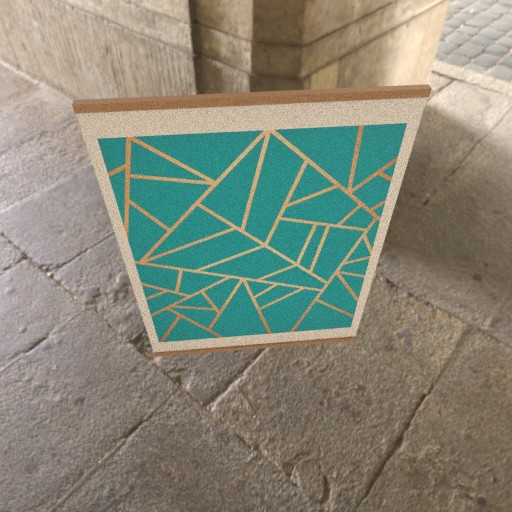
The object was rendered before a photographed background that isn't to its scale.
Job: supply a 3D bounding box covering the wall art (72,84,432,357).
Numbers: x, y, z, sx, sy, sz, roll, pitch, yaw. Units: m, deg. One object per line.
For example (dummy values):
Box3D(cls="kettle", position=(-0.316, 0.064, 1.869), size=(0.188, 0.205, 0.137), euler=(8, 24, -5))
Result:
Box3D(cls="wall art", position=(0.000, 0.000, 0.789), size=(0.459, 0.608, 0.012), euler=(-4, 47, -4))
